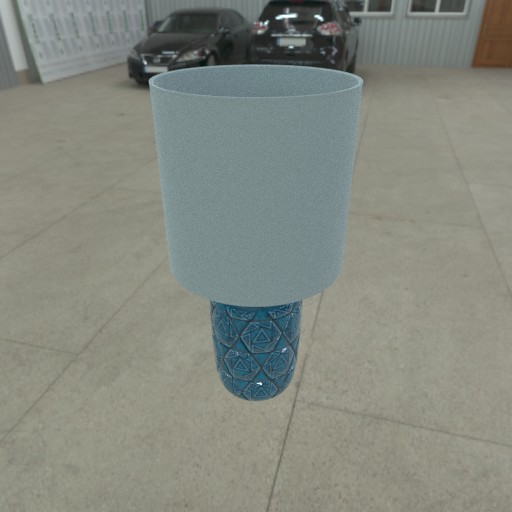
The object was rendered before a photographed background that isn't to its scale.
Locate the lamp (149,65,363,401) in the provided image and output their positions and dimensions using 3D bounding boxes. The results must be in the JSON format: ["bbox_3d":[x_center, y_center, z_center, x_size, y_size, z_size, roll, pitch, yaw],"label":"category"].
[{"bbox_3d":[0.000,0.000,0.501,0.193,0.377,0.193,-10,31,-17],"label":"lamp"}]
